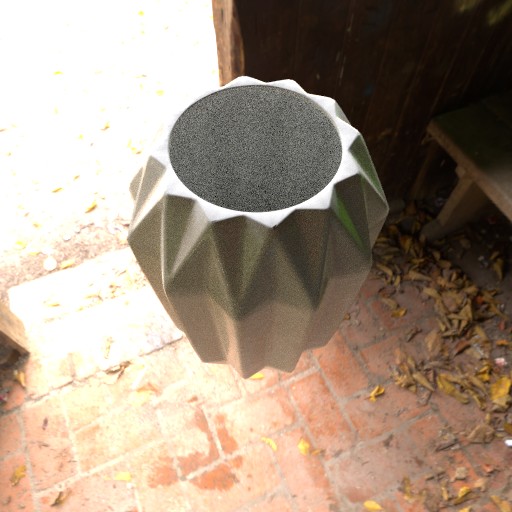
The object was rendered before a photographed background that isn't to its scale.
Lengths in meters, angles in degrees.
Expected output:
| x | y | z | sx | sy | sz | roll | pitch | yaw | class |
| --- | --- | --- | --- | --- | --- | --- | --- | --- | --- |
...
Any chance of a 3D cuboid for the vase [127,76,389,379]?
| x | y | z | sx | sy | sz | roll | pitch | yaw | class |
| --- | --- | --- | --- | --- | --- | --- | --- | --- | --- |
| 0.000 | 0.000 | 0.397 | 0.195 | 0.275 | 0.195 | 0 | 58 | 0 | vase |
